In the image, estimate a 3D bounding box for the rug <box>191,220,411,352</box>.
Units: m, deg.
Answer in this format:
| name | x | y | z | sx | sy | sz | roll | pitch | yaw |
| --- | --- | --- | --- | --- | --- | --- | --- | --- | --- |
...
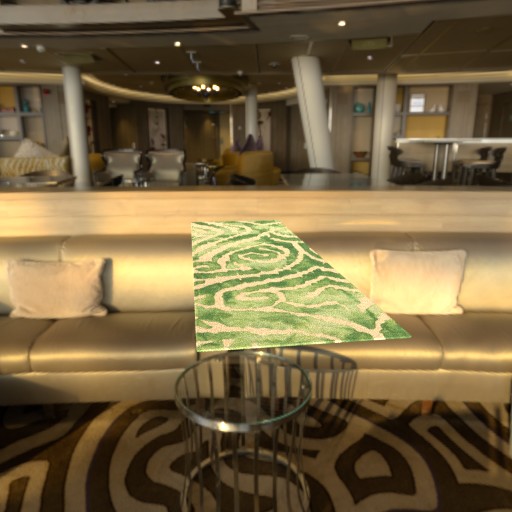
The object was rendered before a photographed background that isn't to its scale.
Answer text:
| name | x | y | z | sx | sy | sz | roll | pitch | yaw |
| --- | --- | --- | --- | --- | --- | --- | --- | --- | --- |
| rug | 0.000 | 0.000 | 2.693 | 0.761 | 0.006 | 2.438 | -2 | 15 | -8 |
